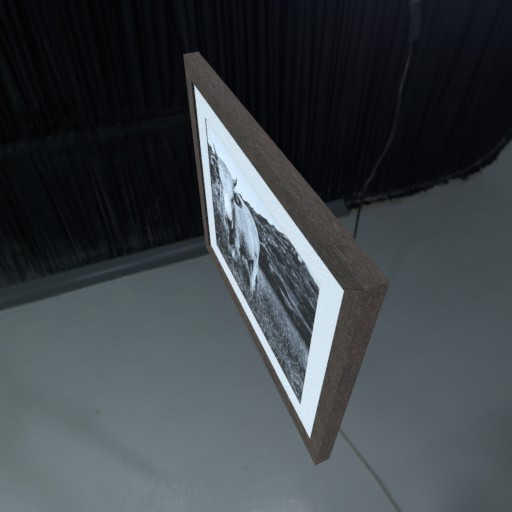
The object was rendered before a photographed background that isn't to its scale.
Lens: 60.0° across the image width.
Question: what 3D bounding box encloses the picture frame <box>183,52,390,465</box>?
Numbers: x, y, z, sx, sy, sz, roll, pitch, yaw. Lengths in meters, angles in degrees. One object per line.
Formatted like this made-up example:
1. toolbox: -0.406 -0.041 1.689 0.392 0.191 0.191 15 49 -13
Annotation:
1. picture frame: 0.000 0.000 0.733 0.026 0.455 0.546 -18 49 -16
